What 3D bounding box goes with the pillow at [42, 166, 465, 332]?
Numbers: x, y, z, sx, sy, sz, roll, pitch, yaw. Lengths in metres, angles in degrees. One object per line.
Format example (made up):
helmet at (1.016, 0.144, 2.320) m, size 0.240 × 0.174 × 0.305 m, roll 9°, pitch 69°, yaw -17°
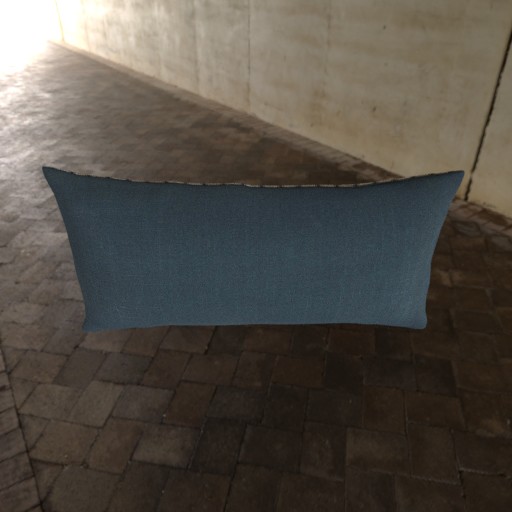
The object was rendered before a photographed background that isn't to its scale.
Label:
pillow at (0.000, 0.000, 0.712) m, size 0.609 × 0.305 × 0.151 m, roll -1°, pitch 32°, yaw -1°
